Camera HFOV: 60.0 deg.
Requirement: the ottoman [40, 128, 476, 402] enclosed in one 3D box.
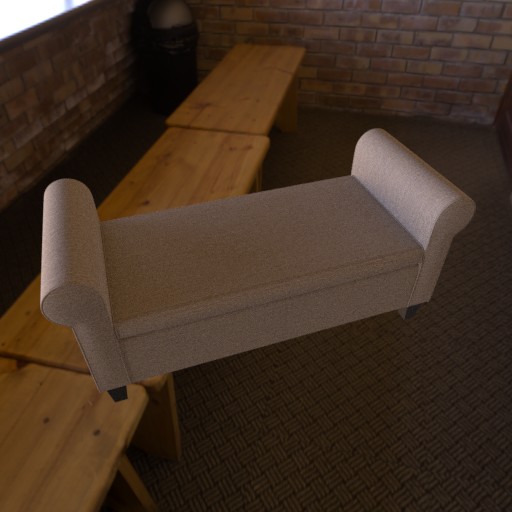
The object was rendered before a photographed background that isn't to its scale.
[{"bbox_3d":[0.000,0.000,1.526,1.256,0.547,0.521,-13,43,-14],"label":"ottoman"}]
